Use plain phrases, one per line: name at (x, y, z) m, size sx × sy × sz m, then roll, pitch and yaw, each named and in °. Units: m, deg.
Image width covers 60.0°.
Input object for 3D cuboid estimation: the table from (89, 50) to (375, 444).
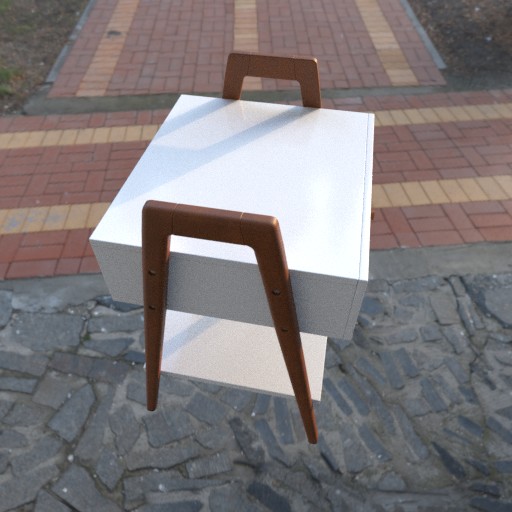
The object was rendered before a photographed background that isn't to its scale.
table at (0.000, 0.000, 0.881) m, size 0.405 × 0.610 × 0.457 m, roll 8°, pitch 48°, yaw 8°
